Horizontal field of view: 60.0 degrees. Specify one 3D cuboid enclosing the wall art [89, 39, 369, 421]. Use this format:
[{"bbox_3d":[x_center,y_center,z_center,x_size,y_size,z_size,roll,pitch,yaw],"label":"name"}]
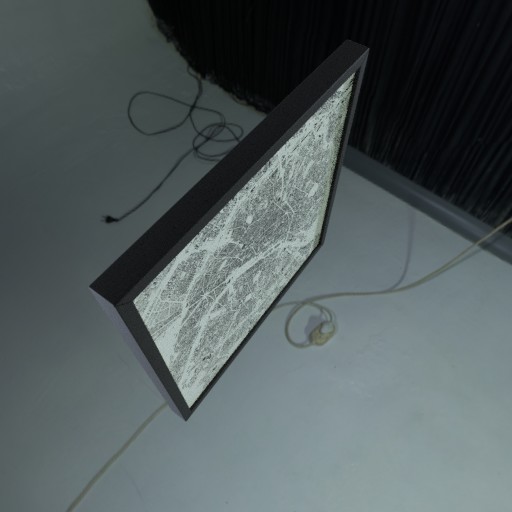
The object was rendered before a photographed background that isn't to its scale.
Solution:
[{"bbox_3d":[0.000,0.000,0.750,0.037,0.508,0.508,32,63,18],"label":"wall art"}]
